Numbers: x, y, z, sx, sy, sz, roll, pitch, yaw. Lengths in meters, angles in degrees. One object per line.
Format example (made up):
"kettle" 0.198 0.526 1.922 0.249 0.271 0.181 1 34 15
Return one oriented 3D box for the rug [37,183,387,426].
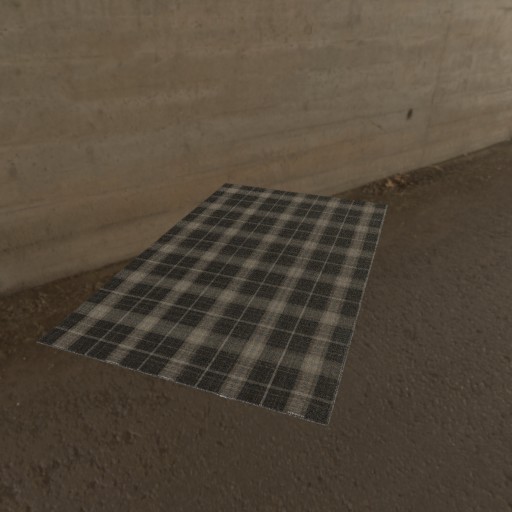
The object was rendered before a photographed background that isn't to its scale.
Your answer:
"rug" 0.000 0.000 3.033 1.520 0.015 2.434 10 31 17
